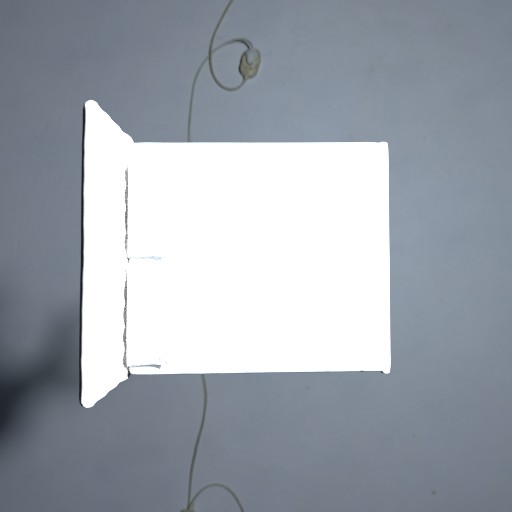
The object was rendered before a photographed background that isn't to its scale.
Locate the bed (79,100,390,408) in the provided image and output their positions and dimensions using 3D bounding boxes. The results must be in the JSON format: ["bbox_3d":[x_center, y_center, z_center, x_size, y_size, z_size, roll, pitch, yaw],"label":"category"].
[{"bbox_3d":[0.000,0.000,3.666,2.387,1.427,2.078,0,88,0],"label":"bed"}]
